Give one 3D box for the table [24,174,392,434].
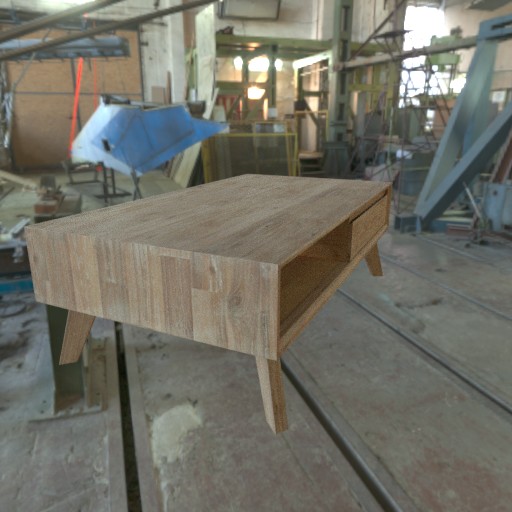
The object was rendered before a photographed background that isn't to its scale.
[{"bbox_3d":[0.000,0.000,2.039,0.918,0.531,1.619,8,19,25],"label":"table"}]
